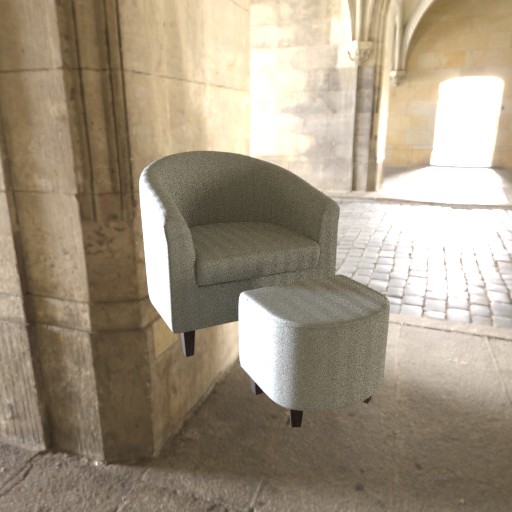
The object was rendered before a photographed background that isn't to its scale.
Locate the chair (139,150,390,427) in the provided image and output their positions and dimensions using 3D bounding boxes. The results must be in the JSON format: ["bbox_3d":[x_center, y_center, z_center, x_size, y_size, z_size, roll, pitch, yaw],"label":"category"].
[{"bbox_3d":[0.000,0.000,1.776,0.756,0.757,1.288,-8,19,-26],"label":"chair"}]
